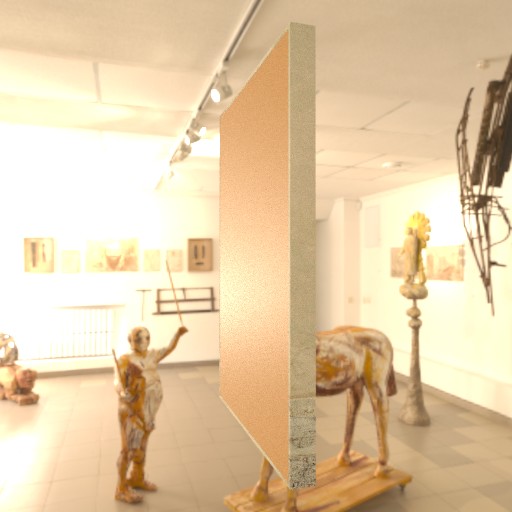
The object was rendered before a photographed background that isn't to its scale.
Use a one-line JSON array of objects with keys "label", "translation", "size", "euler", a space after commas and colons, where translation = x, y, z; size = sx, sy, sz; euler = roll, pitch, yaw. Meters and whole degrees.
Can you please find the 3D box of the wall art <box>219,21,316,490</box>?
[{"label": "wall art", "translation": [0.000, 0.000, 0.771], "size": [0.036, 0.607, 0.403], "euler": [0, 0, -18]}]
